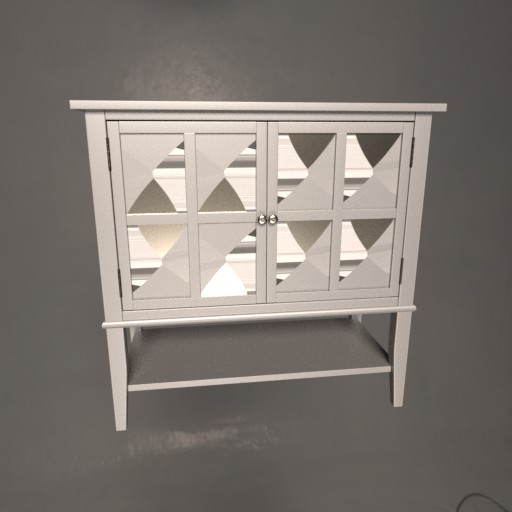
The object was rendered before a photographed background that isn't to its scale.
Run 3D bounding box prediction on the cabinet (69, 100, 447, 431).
[{"bbox_3d":[0.000,0.000,1.222,0.801,0.780,0.396,-2,16,-8],"label":"cabinet"}]
